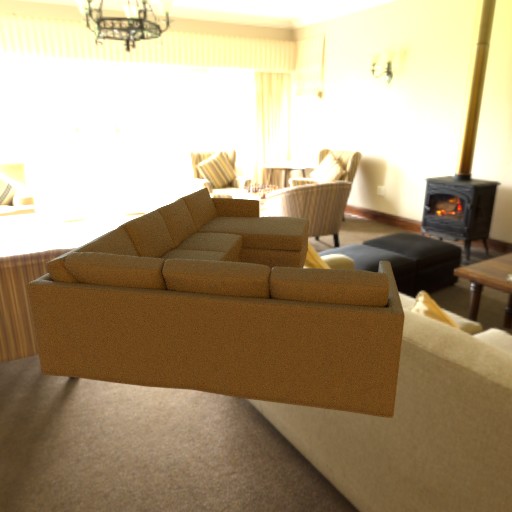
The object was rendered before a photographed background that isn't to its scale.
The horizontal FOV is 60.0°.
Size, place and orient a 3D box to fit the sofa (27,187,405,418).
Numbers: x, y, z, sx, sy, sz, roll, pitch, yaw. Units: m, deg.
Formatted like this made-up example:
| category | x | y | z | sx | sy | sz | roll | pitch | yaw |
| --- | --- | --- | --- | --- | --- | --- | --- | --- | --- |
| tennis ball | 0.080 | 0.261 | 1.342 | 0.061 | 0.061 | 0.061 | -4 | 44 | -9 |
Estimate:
| category | x | y | z | sx | sy | sz | roll | pitch | yaw |
| --- | --- | --- | --- | --- | --- | --- | --- | --- | --- |
| sofa | 0.000 | 0.000 | 4.394 | 2.427 | 0.882 | 3.460 | 3 | 18 | 11 |
